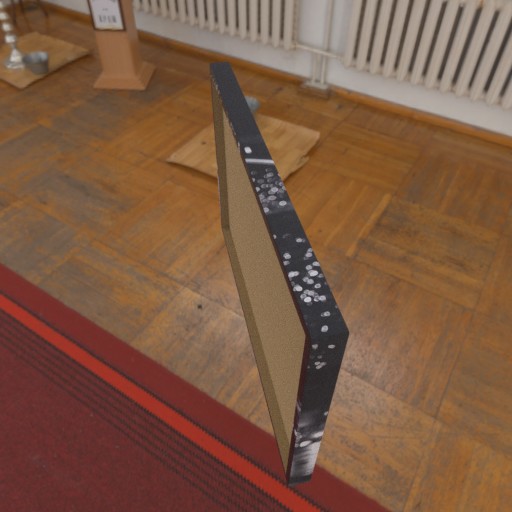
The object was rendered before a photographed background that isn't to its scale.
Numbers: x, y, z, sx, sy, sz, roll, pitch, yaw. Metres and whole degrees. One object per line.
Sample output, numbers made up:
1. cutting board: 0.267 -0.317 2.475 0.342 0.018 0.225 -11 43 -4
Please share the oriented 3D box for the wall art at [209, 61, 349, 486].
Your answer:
1. wall art: 0.000 0.000 0.749 0.037 0.406 0.609 -9 47 -9
